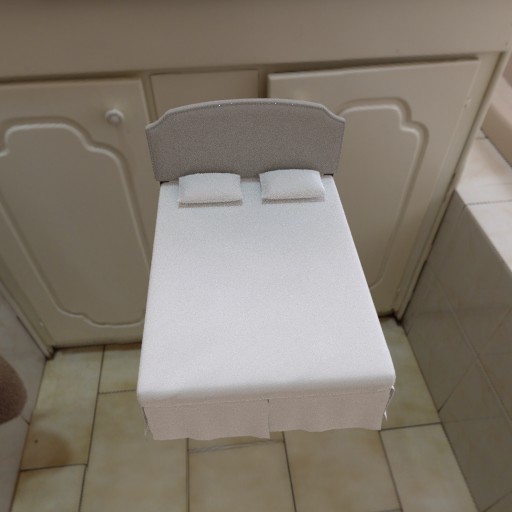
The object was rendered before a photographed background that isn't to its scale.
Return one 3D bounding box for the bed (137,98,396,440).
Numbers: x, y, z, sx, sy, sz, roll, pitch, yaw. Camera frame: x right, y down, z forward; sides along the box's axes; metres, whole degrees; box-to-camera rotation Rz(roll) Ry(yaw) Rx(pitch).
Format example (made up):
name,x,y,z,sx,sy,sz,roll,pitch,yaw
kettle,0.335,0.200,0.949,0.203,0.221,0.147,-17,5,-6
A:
name,x,y,z,sx,sy,sz,roll,pitch,yaw
bed,0.000,0.000,3.027,1.558,1.270,1.999,-3,47,-3
